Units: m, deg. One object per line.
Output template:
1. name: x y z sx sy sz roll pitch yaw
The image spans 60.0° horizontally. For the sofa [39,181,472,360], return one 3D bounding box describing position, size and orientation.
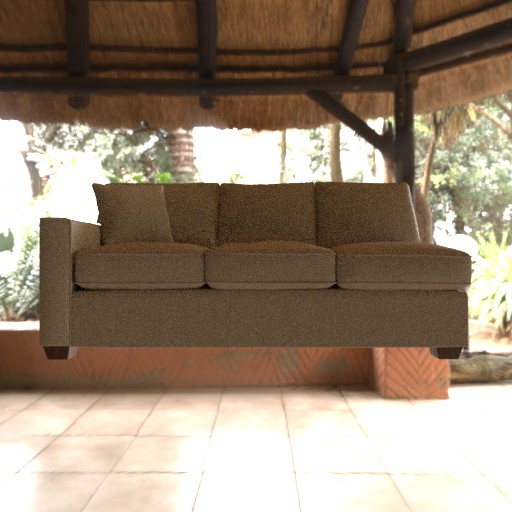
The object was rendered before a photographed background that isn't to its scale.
1. sofa: 0.000 0.000 2.467 1.962 0.946 1.034 0 0 0
